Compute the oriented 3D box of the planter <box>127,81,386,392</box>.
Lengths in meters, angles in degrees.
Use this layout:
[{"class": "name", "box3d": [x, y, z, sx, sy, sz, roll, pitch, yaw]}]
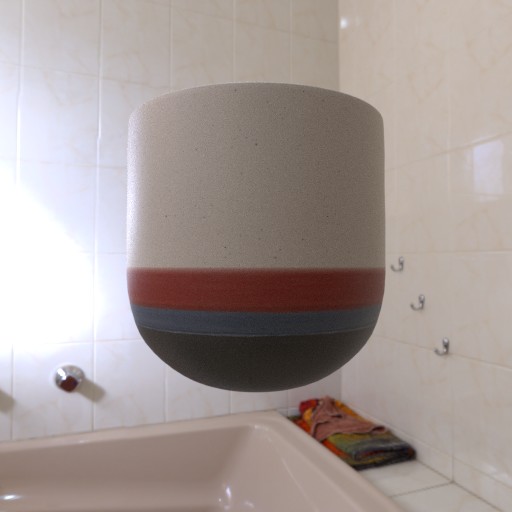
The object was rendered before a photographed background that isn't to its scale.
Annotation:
[{"class": "planter", "box3d": [0.000, 0.000, 0.478, 0.268, 0.270, 0.268, 0, -1, 0]}]
